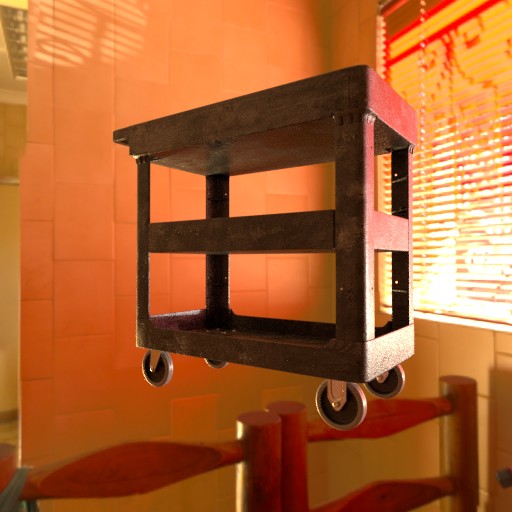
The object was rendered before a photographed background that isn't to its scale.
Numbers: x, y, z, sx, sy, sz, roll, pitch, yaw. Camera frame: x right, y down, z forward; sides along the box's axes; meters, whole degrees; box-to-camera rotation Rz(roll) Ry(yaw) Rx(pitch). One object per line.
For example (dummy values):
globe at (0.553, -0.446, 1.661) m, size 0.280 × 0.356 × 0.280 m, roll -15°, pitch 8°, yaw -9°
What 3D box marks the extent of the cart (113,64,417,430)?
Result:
cart at (0.000, 0.000, 1.369) m, size 0.877 × 0.824 × 0.420 m, roll -1°, pitch -1°, yaw 35°
